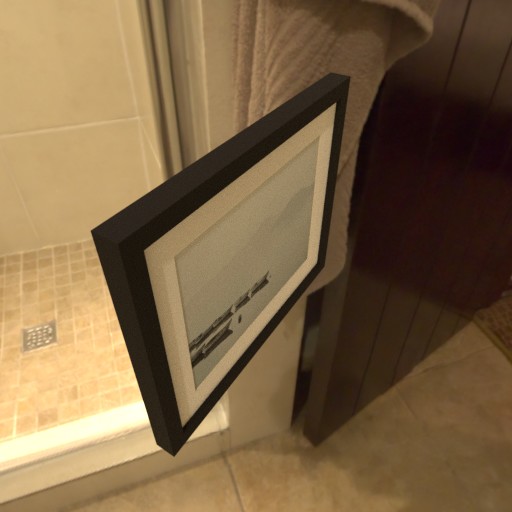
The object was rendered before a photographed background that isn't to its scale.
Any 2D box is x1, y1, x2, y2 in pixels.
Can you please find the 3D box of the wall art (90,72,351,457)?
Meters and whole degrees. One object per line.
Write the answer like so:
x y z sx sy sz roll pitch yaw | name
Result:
0.000 0.000 0.547 0.028 0.325 0.397 23 46 24 | wall art
